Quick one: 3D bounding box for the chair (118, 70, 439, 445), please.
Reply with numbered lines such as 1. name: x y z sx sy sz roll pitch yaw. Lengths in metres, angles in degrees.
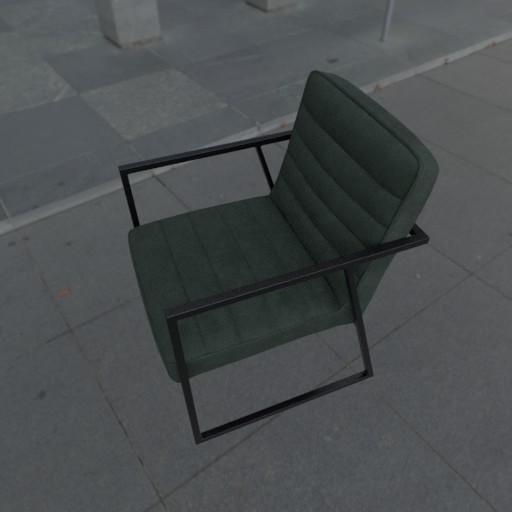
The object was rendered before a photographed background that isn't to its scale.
1. chair: 0.000 0.000 1.284 0.677 0.833 0.571 -16 47 -15
